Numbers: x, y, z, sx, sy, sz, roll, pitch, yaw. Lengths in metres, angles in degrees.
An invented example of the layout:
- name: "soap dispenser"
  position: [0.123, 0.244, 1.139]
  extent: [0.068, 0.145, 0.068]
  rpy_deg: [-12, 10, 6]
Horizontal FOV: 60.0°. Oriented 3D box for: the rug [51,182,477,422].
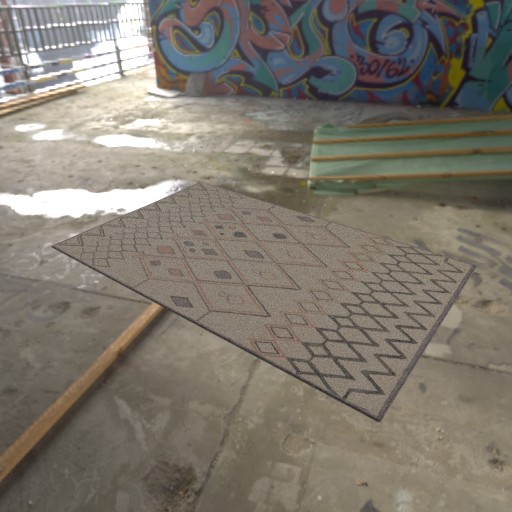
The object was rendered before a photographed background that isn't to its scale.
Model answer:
- name: "rug"
  position: [0.000, 0.000, 2.984]
  extent: [2.438, 0.015, 1.524]
  rpy_deg: [21, 37, 31]
